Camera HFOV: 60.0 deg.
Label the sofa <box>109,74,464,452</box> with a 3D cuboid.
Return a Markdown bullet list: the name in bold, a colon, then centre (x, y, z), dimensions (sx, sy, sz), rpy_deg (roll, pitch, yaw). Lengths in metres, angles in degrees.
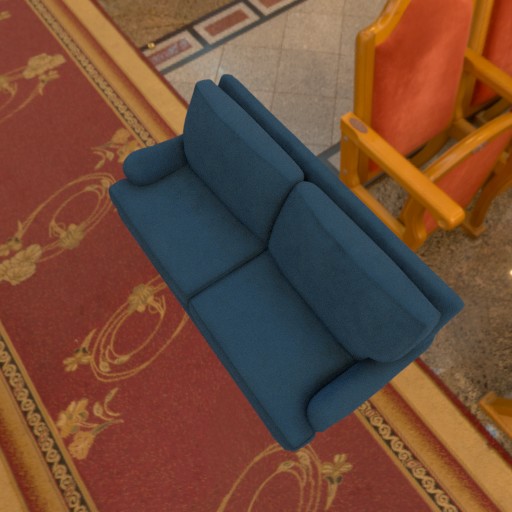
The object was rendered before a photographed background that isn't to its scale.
- **sofa**: centre (0.000, 0.000, 2.816), dimensions (1.084, 1.101, 2.141), rpy_deg (-33, 67, -16)
